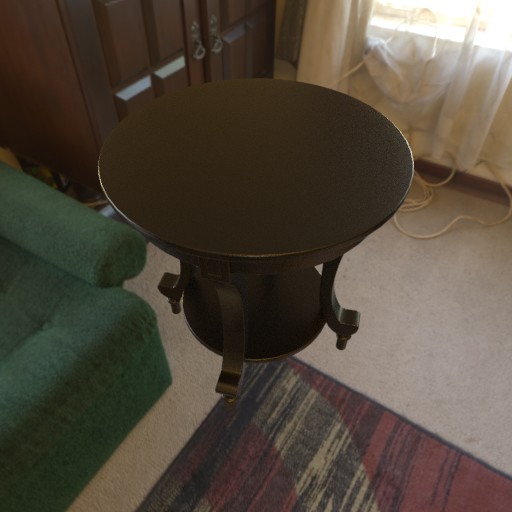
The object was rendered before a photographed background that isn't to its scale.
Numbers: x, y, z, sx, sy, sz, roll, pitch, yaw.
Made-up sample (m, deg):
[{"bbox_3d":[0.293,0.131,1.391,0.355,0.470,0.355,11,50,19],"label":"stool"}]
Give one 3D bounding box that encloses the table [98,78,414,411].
[{"bbox_3d":[0.000,0.000,1.083,0.597,0.618,0.597,0,46,0],"label":"table"}]
